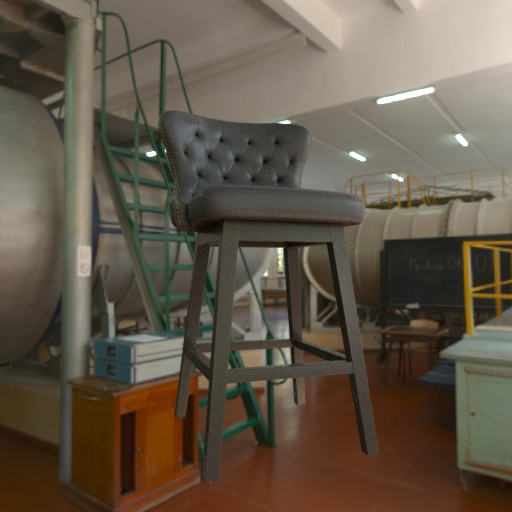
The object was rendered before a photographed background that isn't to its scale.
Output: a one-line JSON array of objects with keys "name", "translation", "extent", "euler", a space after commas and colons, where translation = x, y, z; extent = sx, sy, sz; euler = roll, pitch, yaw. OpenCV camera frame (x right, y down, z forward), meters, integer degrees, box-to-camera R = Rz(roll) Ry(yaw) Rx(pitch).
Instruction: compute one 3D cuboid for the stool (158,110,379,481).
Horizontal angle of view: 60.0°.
[{"name": "stool", "translation": [0.000, 0.000, 1.297], "extent": [0.528, 0.971, 0.593], "euler": [1, -2, -19]}]
